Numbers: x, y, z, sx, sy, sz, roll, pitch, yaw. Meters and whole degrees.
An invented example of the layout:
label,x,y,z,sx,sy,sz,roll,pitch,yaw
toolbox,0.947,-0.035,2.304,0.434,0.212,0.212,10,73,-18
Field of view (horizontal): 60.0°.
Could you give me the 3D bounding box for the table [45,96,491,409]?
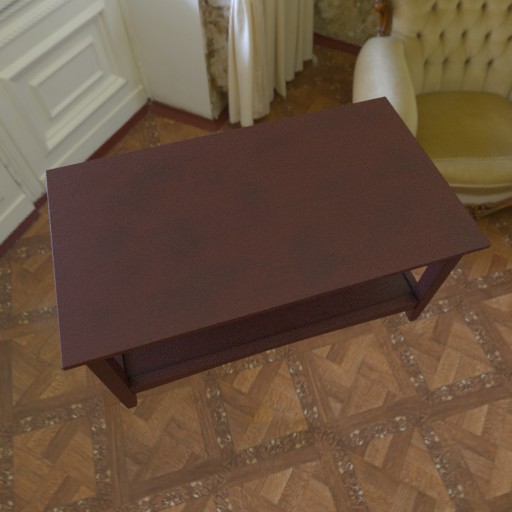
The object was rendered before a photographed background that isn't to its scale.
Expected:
label,x,y,z,sx,sy,sz,roll,pitch,yaw
table,0.000,0.000,1.245,0.943,0.456,0.533,-15,59,-9
